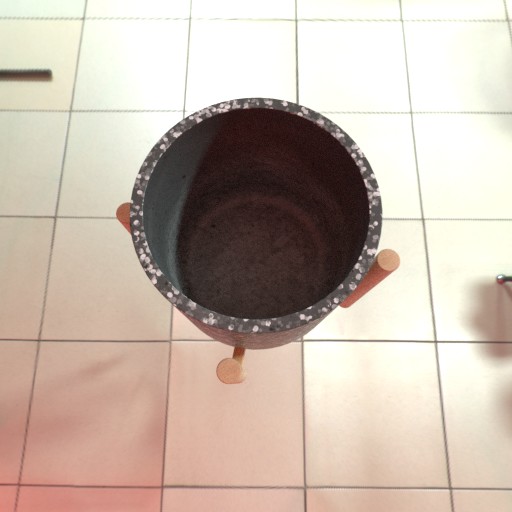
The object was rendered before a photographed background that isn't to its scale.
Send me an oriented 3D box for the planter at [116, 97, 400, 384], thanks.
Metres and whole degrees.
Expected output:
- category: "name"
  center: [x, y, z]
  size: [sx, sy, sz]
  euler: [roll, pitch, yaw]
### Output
- category: "planter"
  center: [0.000, 0.000, 0.544]
  size: [0.284, 0.320, 0.284]
  euler: [32, 77, 9]
